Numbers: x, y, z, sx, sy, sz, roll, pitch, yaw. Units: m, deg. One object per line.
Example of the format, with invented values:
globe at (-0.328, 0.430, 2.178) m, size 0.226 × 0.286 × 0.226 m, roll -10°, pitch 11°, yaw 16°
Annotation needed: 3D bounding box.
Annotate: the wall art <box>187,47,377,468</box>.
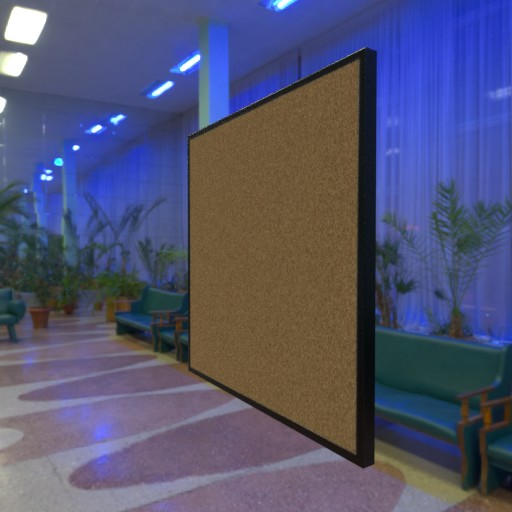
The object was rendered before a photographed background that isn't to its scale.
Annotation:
wall art at (0.000, 0.000, 0.516) m, size 0.014 × 0.349 × 0.349 m, roll -1°, pitch 1°, yaw -33°
